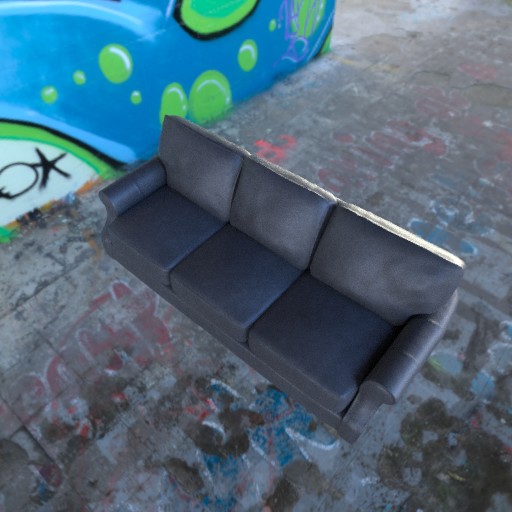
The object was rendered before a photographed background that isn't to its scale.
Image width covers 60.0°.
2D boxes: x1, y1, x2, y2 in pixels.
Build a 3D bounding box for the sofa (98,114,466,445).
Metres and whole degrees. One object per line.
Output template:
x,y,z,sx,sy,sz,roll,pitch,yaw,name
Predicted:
0.000,0.000,2.886,2.387,0.977,0.974,32,56,26,sofa
